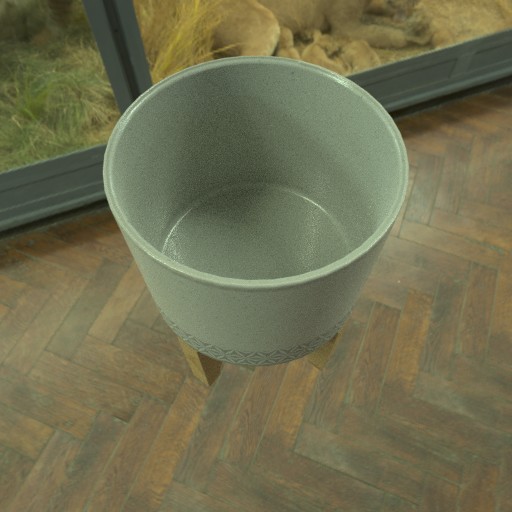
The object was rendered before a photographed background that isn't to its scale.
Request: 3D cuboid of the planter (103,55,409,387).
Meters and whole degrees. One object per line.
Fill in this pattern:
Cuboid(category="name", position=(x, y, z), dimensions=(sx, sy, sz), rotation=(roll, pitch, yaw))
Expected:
Cuboid(category="planter", position=(0.000, 0.000, 0.266), dimensions=(0.130, 0.178, 0.130), rotation=(0, 60, 0))
